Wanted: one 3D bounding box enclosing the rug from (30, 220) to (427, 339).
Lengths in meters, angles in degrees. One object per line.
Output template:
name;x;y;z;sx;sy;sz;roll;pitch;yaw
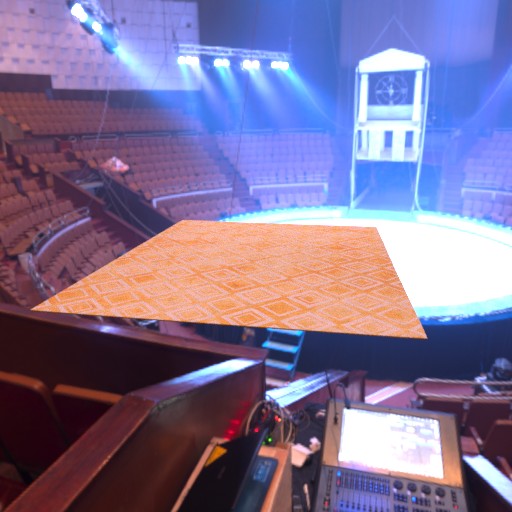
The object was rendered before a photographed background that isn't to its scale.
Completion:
rug;0.000;0.000;4.079;2.433;0.011;3.037;3;16;9
